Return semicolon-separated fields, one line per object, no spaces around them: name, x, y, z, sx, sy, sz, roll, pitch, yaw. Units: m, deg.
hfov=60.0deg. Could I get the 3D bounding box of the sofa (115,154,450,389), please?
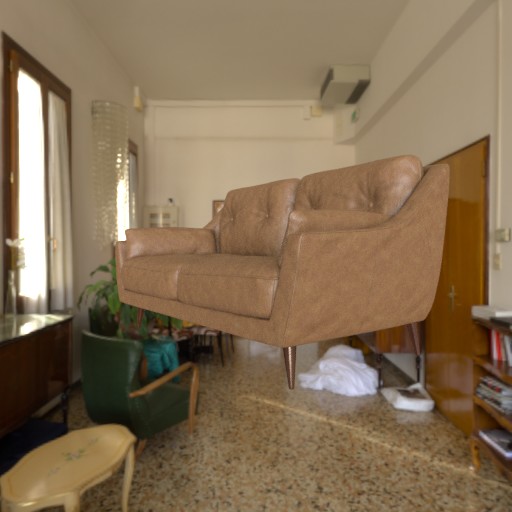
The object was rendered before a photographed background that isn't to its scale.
sofa;0.000;0.000;2.296;0.981;0.886;1.731;-1;1;-36
